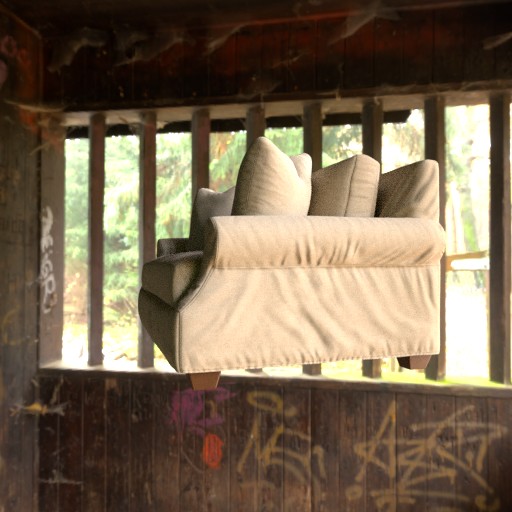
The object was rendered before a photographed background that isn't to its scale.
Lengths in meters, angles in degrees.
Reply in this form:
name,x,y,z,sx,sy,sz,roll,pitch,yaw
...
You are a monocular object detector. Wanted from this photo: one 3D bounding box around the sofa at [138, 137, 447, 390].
name,x,y,z,sx,sy,sz,roll,pitch,yaw
sofa,0.000,0.000,2.242,1.070,0.905,1.550,0,-1,-19
